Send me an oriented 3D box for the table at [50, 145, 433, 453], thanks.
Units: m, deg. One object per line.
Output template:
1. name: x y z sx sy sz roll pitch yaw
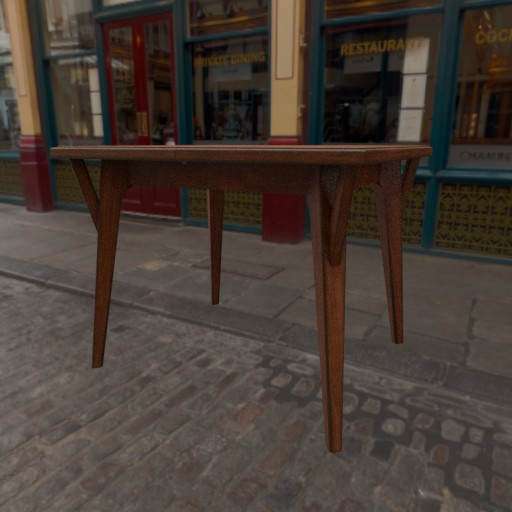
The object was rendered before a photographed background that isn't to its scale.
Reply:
1. table: 0.000 0.000 1.579 0.991 0.761 0.838 8 16 29
